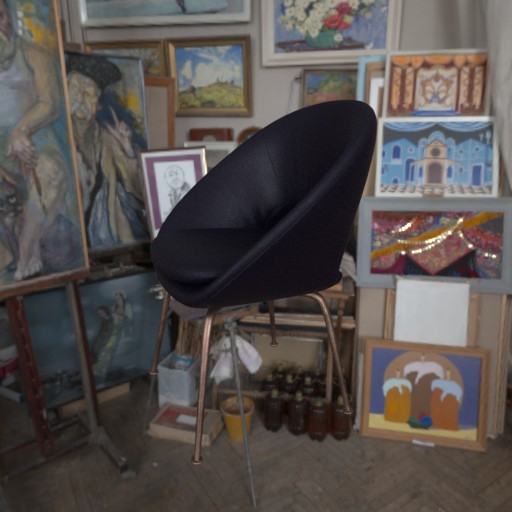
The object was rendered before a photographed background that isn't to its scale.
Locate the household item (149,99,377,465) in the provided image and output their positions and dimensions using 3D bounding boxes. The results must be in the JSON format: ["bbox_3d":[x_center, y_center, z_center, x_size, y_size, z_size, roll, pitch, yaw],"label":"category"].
[{"bbox_3d":[0.000,0.000,1.264,0.573,0.852,0.623,-8,18,-25],"label":"household item"}]
